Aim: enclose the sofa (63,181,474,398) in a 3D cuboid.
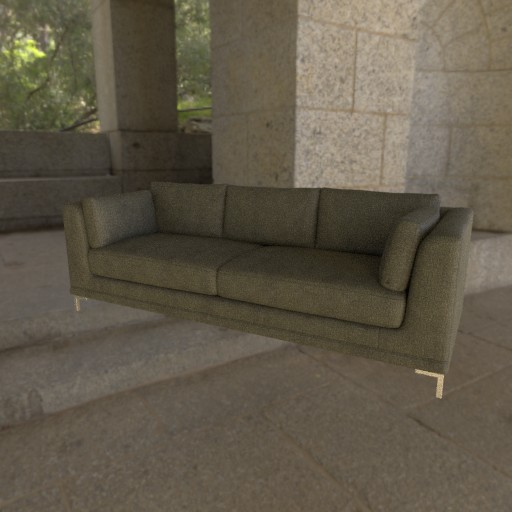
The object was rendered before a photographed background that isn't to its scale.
[{"bbox_3d":[0.000,0.000,2.839,2.415,0.867,0.969,7,15,27],"label":"sofa"}]
